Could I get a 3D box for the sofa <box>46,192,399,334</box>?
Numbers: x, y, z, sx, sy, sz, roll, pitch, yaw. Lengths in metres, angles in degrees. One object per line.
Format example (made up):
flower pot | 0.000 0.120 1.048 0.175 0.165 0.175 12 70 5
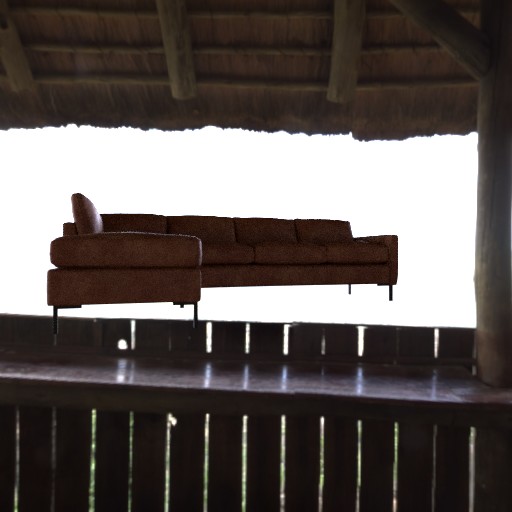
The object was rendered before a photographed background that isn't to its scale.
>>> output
sofa | 0.000 0.000 3.765 2.984 0.877 1.938 0 0 -17
